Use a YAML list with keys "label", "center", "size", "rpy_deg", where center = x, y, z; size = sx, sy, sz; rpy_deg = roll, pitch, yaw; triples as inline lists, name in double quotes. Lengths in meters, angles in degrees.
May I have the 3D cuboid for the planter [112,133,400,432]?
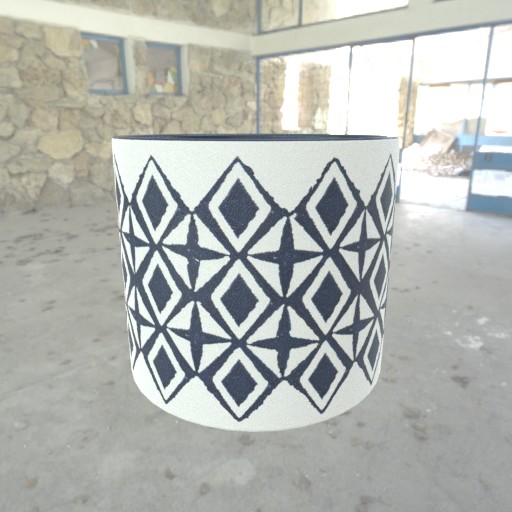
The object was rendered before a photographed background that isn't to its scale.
- label: "planter"
  center: [0.000, 0.000, 0.386]
  size: [0.224, 0.203, 0.224]
  rpy_deg: [0, 16, 0]
